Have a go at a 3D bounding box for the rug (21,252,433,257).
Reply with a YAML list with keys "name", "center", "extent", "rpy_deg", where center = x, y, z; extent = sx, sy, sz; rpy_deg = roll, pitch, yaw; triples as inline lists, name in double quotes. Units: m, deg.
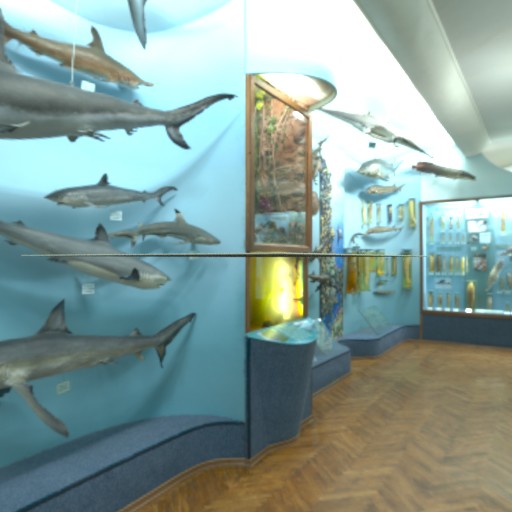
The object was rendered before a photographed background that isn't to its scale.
- name: "rug"
  center: [0.000, 0.000, 4.077]
  extent: [2.421, 0.008, 3.045]
  rpy_deg: [0, 0, 34]
